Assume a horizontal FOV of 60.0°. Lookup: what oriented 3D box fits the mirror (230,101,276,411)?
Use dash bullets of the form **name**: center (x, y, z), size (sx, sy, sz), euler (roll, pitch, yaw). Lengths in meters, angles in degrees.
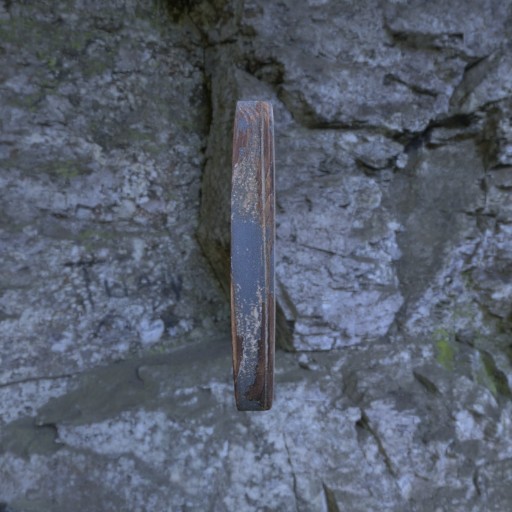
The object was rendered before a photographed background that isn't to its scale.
- **mirror**: center (0.000, 0.000, 0.885), size (0.061, 0.585, 0.585), euler (0, -1, 1)
